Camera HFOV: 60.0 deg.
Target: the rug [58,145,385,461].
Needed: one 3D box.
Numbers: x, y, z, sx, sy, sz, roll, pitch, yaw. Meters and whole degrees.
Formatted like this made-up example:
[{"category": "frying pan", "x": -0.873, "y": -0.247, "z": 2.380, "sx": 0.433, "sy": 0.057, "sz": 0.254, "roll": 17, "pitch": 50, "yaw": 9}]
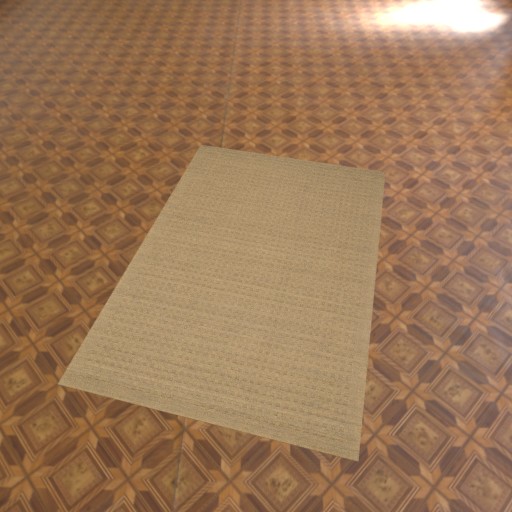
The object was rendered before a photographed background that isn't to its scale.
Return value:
[{"category": "rug", "x": 0.000, "y": 0.000, "z": 3.727, "sx": 1.981, "sy": 0.006, "sz": 2.895, "roll": 11, "pitch": 48, "yaw": 10}]
